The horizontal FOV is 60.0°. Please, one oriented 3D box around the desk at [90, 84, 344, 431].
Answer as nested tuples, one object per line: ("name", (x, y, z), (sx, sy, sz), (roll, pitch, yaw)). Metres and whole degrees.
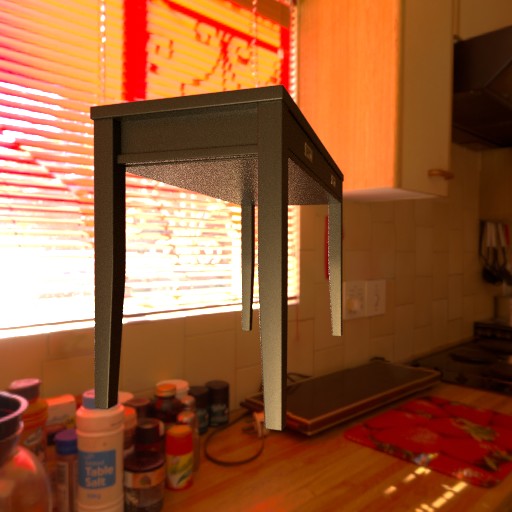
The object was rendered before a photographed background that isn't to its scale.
("desk", (0.000, 0.000, 1.638), (0.508, 0.775, 1.220), (0, 1, 17))
